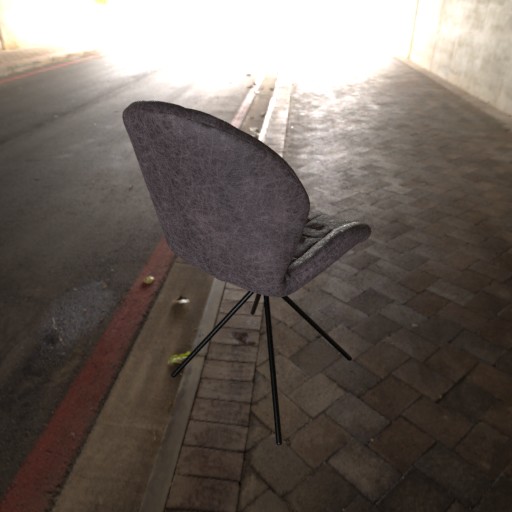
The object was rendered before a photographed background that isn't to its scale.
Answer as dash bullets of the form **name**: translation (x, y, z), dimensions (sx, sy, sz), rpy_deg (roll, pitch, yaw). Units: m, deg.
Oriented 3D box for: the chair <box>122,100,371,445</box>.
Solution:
- **chair**: translation (0.000, 0.000, 1.269), dimensions (0.527, 0.934, 0.640), rpy_deg (21, 36, 32)
